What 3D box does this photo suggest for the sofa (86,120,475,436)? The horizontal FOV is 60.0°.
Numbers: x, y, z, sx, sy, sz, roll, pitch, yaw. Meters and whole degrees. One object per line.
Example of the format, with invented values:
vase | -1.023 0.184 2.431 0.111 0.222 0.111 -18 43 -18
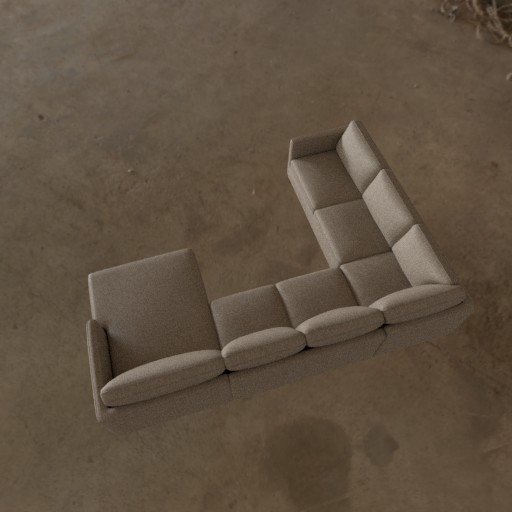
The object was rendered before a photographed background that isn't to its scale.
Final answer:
sofa | 0.000 0.000 4.545 3.403 0.889 2.551 -15 60 -9
